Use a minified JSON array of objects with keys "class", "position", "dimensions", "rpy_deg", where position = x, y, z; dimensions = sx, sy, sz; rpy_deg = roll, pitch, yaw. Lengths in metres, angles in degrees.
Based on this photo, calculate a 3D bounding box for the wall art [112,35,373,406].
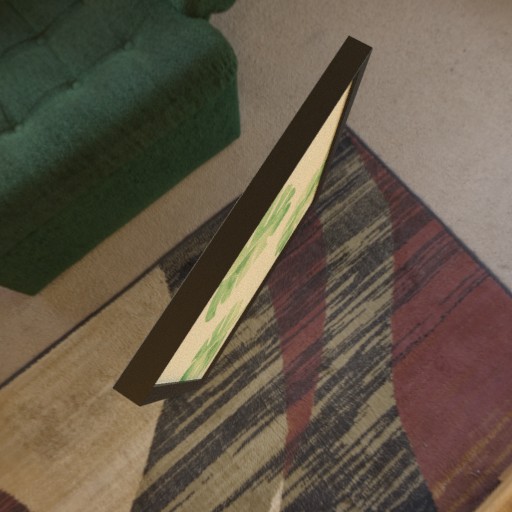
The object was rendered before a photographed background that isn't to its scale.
[{"class":"wall art","position":[0.000,0.000,0.754],"dimensions":[0.036,0.508,0.508],"rpy_deg":[31,77,8]}]
